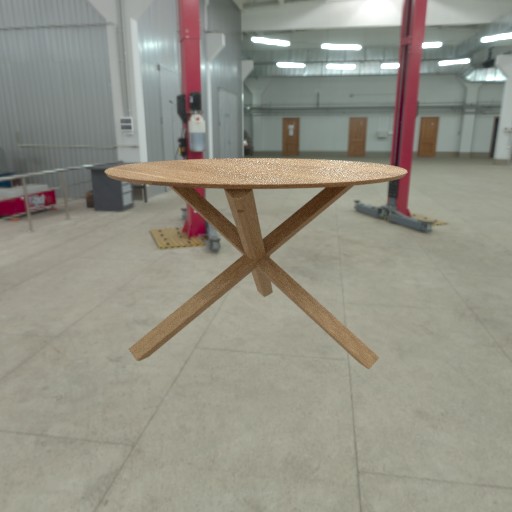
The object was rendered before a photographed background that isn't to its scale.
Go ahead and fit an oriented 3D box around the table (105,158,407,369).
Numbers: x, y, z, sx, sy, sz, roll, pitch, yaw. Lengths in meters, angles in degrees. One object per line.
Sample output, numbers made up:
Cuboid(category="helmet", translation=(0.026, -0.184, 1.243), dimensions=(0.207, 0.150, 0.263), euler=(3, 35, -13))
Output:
Cuboid(category="table", translation=(0.000, 0.000, 1.689), dimensions=(1.038, 0.666, 1.038), euler=(0, 16, 0))
